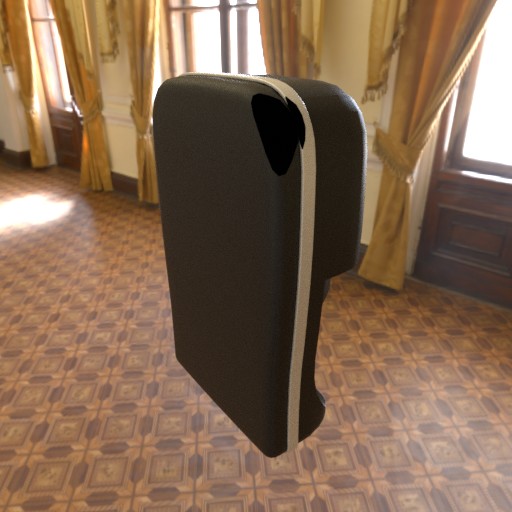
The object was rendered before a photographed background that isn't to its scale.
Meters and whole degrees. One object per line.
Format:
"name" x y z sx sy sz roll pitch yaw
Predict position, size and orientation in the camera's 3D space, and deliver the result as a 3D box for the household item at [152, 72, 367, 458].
"household item" 0.000 0.000 0.149 0.038 0.114 0.070 -18 31 -33
